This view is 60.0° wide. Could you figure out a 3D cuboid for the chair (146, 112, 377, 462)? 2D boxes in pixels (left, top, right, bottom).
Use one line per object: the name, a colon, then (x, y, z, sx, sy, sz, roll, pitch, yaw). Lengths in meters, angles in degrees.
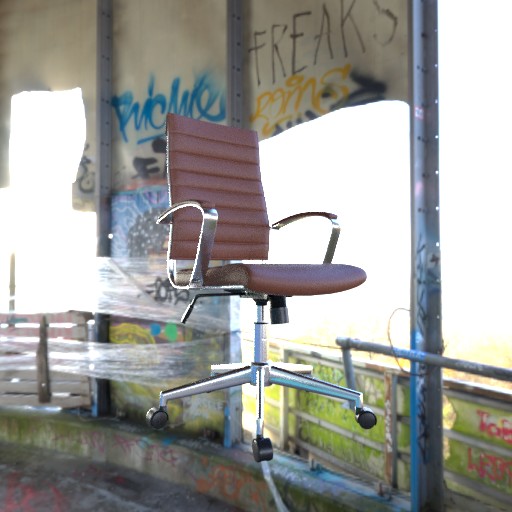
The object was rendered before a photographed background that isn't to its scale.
chair: (0.000, 0.000, 1.632, 0.766, 1.149, 0.739, 1, -1, -35)
